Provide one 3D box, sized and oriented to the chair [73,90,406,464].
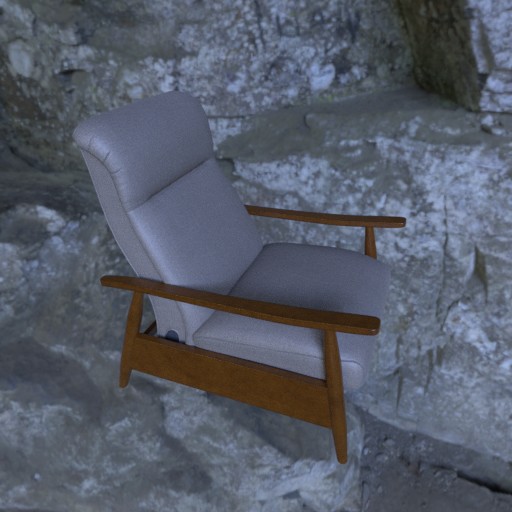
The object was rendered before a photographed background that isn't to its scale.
[{"bbox_3d":[0.000,0.000,1.724,1.032,1.082,0.762,12,33,19],"label":"chair"}]
